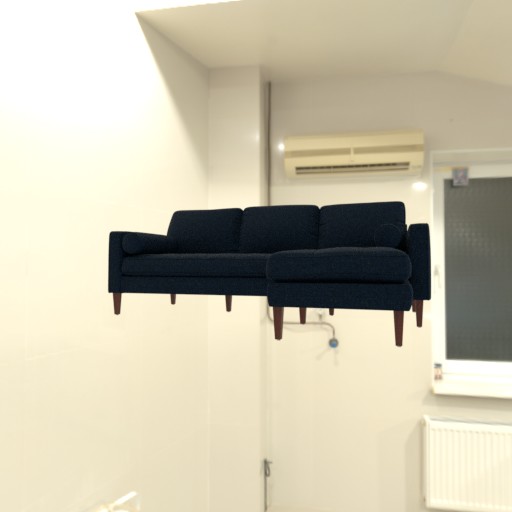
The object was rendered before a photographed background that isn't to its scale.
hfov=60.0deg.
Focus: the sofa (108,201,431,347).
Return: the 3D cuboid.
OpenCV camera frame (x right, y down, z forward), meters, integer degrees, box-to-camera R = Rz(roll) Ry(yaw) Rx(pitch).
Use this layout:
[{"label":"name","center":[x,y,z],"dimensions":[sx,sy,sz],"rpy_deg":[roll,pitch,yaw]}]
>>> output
[{"label":"sofa","center":[0.000,0.000,2.963],"dimensions":[2.185,0.841,1.613],"rpy_deg":[0,-1,18]}]
